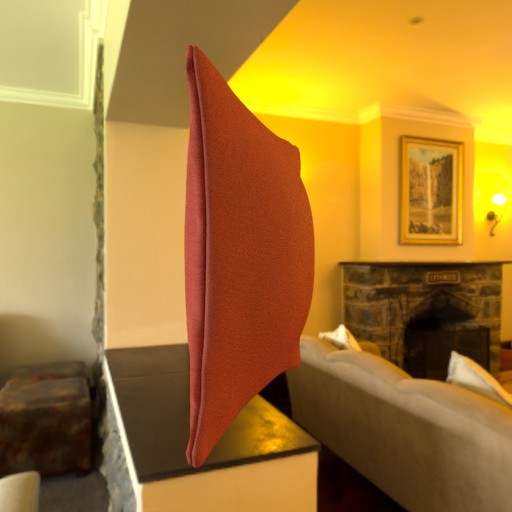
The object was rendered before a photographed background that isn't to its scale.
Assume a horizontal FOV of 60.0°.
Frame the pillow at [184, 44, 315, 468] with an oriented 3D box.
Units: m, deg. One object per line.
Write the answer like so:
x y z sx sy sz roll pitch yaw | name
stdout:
0.000 0.000 0.637 0.151 0.416 0.435 0 0 19 | pillow
